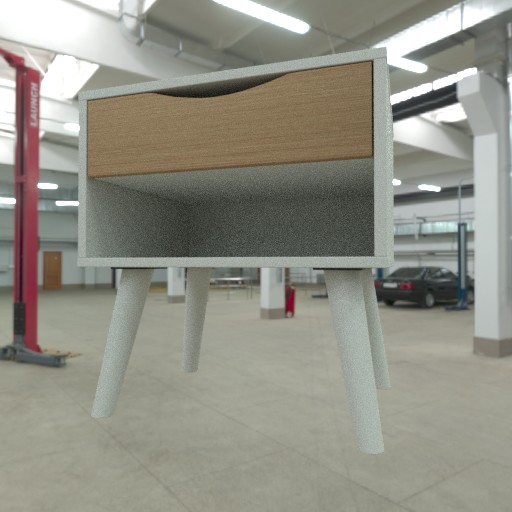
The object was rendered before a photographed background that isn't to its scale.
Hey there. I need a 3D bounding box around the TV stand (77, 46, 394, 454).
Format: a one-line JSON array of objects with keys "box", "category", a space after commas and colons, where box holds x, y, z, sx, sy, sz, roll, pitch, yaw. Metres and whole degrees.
[{"box": [0.000, 0.000, 0.868, 0.508, 0.559, 0.405, 0, -1, 18], "category": "TV stand"}]
